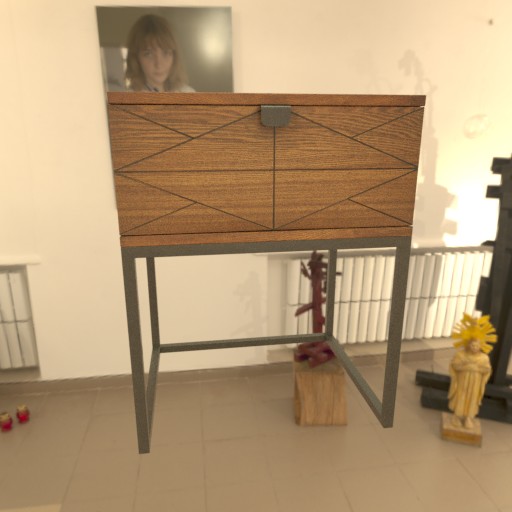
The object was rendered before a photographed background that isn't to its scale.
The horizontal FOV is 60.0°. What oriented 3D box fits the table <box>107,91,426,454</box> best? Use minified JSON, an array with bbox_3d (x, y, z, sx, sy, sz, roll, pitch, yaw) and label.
[{"bbox_3d":[0.000,0.000,0.919,0.482,0.610,0.400,-2,16,-8],"label":"table"}]
